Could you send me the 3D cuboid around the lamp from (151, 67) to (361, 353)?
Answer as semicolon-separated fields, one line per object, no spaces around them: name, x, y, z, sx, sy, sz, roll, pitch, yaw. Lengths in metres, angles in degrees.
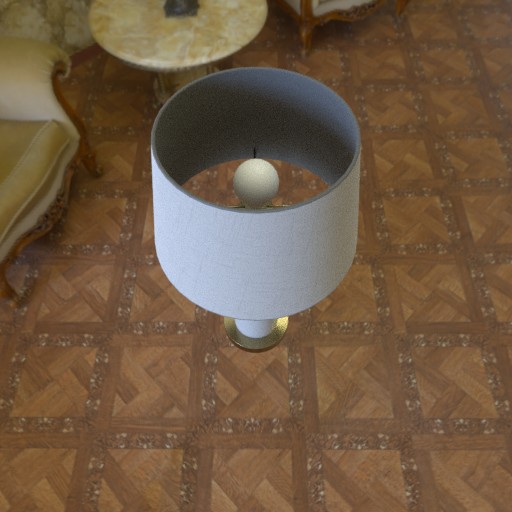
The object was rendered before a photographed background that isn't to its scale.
lamp;0.000;0.000;0.748;0.309;0.545;0.309;0;57;0
